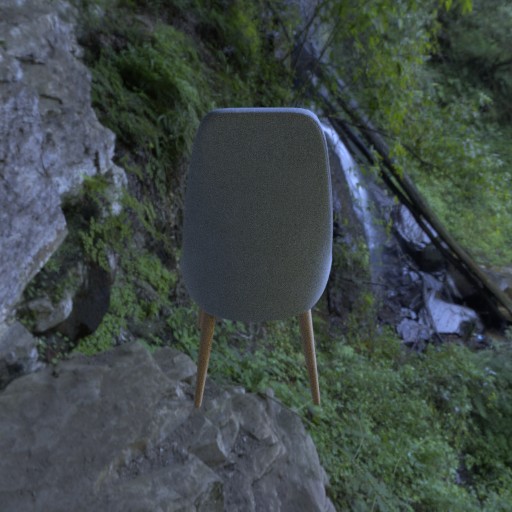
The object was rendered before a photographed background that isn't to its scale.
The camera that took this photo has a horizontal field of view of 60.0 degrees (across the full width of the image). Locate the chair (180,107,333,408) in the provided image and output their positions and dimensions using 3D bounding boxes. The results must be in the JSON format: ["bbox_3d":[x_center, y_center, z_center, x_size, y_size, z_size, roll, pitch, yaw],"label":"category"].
[{"bbox_3d":[0.000,0.000,1.406,0.510,1.040,0.660,-1,30,-1],"label":"chair"}]
